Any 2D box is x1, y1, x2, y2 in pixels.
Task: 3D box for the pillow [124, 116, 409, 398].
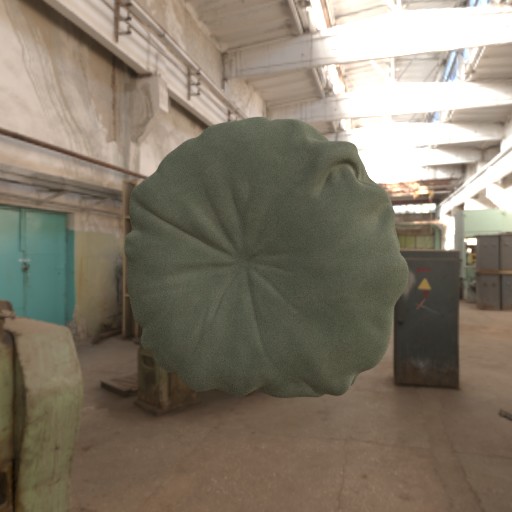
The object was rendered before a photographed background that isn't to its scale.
[{"bbox_3d":[0.000,0.000,0.659,0.428,0.407,0.148,0,0,18],"label":"pillow"}]
